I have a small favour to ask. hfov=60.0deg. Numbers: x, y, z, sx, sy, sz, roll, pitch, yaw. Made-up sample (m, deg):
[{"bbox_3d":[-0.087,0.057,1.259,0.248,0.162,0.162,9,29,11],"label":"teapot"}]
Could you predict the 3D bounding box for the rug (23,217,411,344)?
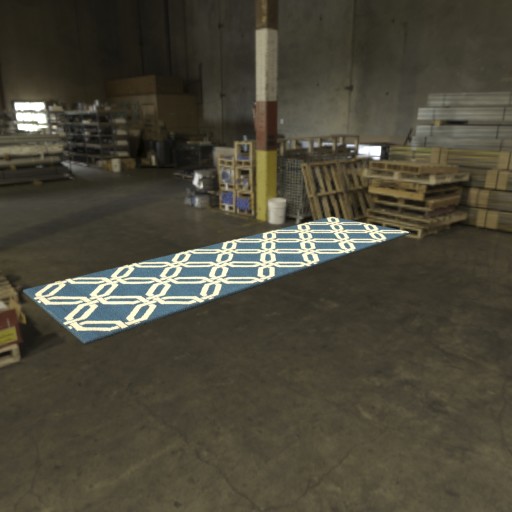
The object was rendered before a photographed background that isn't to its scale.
[{"bbox_3d":[0.000,0.000,2.522,2.276,0.014,0.678,-16,23,-41],"label":"rug"}]
